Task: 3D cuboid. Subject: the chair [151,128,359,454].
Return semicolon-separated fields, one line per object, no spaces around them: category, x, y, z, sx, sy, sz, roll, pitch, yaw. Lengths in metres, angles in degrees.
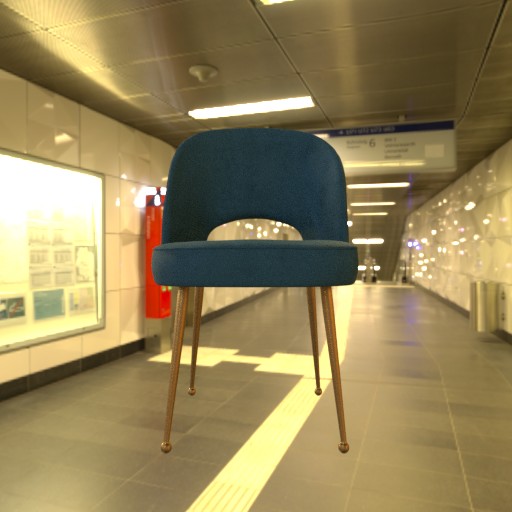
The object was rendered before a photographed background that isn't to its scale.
chair;0.000;0.000;1.218;0.527;0.860;0.577;0;0;0
